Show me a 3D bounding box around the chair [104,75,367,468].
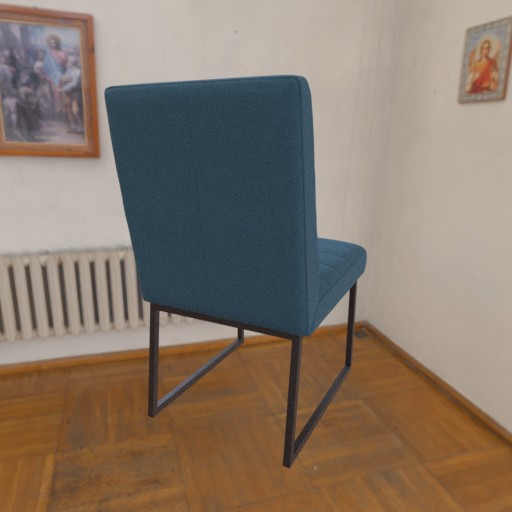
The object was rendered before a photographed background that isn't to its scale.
[{"bbox_3d":[0.000,0.000,1.316,0.520,0.930,0.634,8,18,27],"label":"chair"}]
